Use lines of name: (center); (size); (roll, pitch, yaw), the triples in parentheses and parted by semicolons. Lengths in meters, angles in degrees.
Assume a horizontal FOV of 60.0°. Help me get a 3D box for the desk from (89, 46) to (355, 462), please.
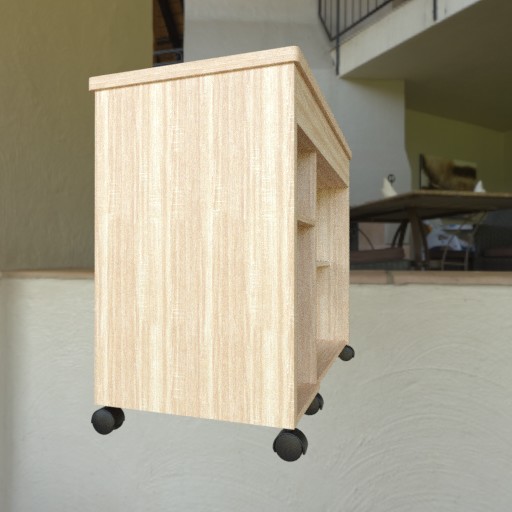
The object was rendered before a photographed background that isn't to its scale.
desk: (0.000, 0.000, 1.302); (0.480, 0.770, 0.884); (0, 0, 19)
